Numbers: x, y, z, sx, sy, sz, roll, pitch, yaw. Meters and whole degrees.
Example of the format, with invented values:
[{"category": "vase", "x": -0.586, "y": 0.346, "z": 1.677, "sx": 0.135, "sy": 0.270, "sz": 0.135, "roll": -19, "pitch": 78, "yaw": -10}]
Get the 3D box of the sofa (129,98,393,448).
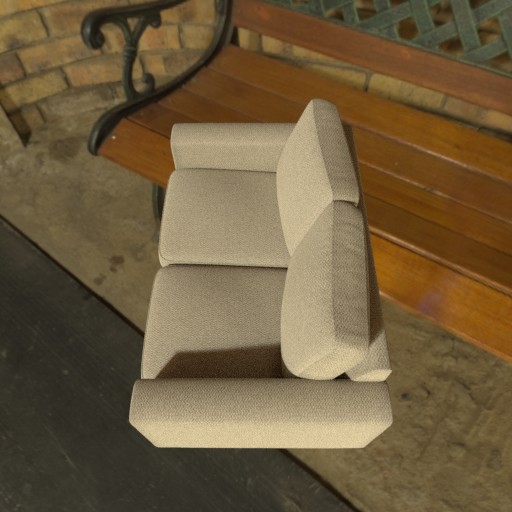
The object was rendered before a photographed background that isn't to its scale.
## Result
[{"category": "sofa", "x": 0.000, "y": 0.000, "z": 2.153, "sx": 1.016, "sy": 0.873, "sz": 1.616, "roll": 0, "pitch": 58, "yaw": 0}]
